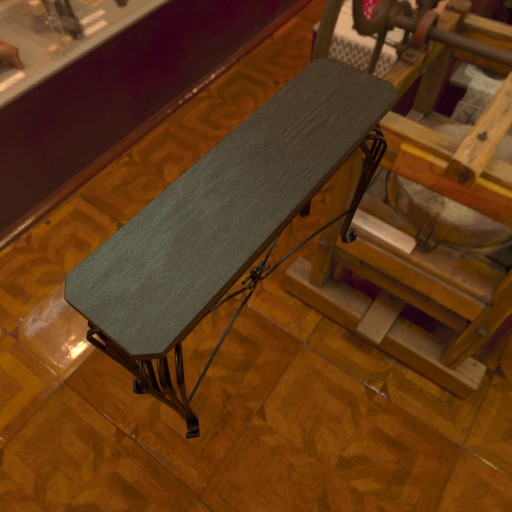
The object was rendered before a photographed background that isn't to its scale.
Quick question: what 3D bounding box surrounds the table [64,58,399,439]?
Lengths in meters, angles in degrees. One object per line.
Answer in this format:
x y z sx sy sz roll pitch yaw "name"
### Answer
0.000 0.000 1.477 0.329 0.800 1.112 33 63 19 "table"
